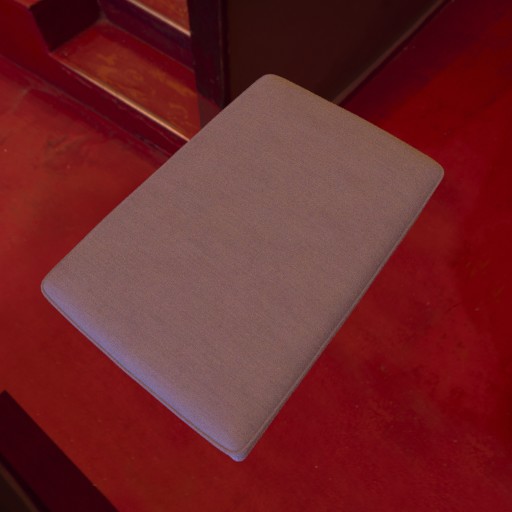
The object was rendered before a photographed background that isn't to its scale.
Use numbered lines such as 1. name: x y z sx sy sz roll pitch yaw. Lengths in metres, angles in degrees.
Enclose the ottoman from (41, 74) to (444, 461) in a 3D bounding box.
1. ottoman: 0.000 0.000 1.296 0.636 0.480 0.941 35 68 16
